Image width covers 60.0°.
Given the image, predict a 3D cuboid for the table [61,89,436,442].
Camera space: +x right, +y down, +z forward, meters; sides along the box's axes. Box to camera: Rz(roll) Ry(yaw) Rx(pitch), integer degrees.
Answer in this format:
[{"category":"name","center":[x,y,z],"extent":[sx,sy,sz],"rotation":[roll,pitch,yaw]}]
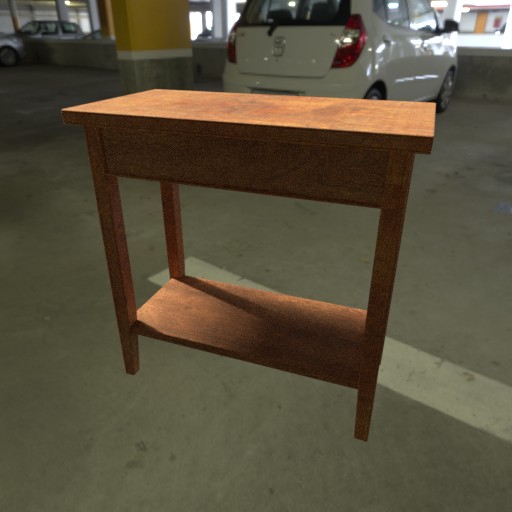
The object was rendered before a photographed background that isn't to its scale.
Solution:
[{"category":"table","center":[0.000,0.000,0.940],"extent":[0.610,0.610,0.305],"rotation":[10,29,18]}]
